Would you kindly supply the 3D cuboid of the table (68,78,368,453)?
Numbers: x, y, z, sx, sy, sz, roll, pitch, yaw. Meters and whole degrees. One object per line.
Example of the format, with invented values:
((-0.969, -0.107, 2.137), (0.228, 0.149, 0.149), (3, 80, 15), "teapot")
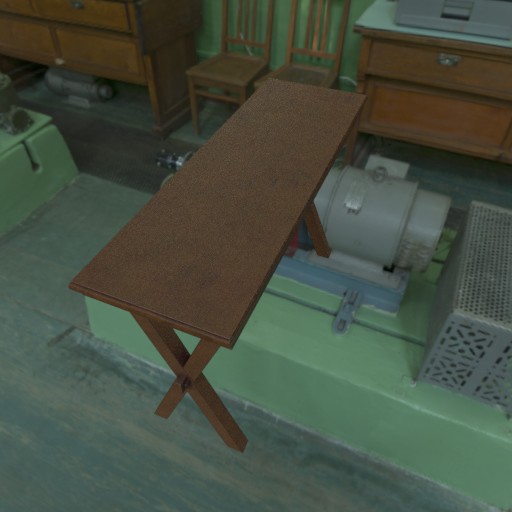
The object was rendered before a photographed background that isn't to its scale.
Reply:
((0.000, 0.000, 1.586), (0.399, 0.763, 1.197), (17, 47, 16), "table")
